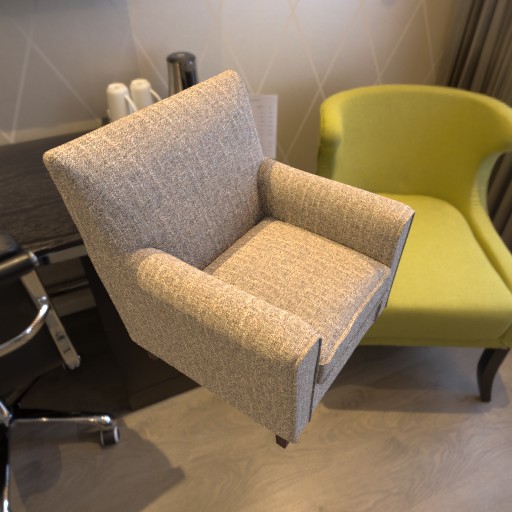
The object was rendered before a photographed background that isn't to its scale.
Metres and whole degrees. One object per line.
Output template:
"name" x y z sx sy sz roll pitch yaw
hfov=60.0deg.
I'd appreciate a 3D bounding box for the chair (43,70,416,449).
"chair" 0.000 0.000 1.607 0.873 0.928 0.864 25 47 26
